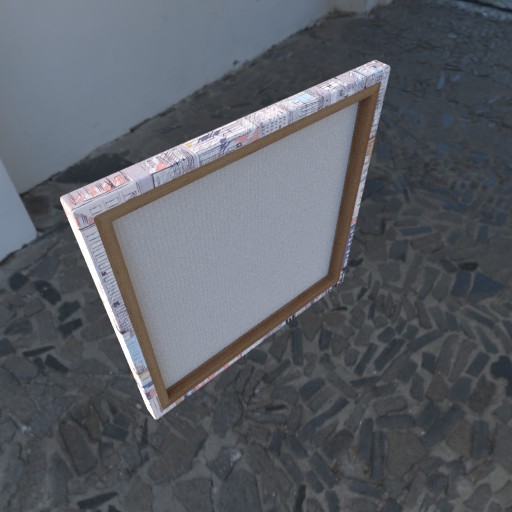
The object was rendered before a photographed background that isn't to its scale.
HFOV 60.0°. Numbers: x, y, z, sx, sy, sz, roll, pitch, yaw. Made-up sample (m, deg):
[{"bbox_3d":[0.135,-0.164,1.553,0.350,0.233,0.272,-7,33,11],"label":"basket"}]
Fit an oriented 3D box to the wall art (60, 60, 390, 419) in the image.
[{"bbox_3d":[0.000,0.000,1.118,0.761,0.762,0.048,-32,55,-26],"label":"wall art"}]
